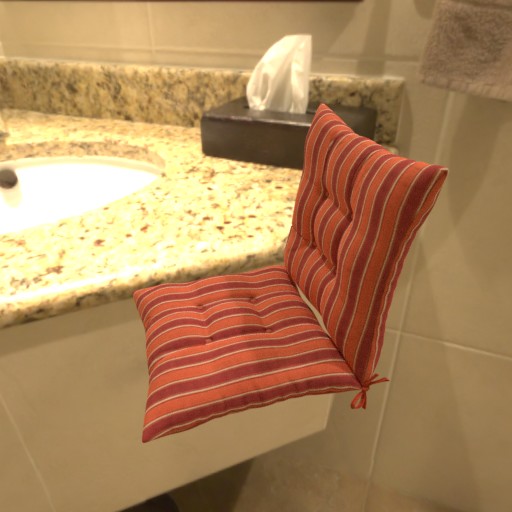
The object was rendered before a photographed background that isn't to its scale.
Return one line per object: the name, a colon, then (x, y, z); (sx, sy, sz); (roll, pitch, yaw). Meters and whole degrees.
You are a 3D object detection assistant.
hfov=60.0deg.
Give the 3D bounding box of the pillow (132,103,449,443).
pillow: (0.000, 0.000, 0.990); (0.585, 0.536, 0.541); (-8, 32, -14)
